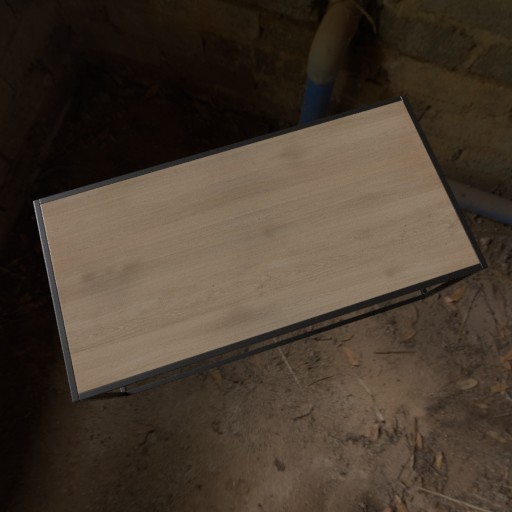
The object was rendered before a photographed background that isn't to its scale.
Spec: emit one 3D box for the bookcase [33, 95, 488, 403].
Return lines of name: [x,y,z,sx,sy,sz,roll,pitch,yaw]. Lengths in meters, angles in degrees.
bookcase: [0.000,0.000,1.265,1.000,0.400,0.500,-17,75,-5]
